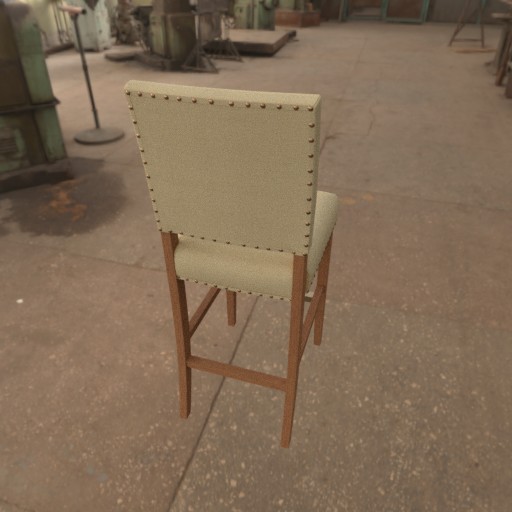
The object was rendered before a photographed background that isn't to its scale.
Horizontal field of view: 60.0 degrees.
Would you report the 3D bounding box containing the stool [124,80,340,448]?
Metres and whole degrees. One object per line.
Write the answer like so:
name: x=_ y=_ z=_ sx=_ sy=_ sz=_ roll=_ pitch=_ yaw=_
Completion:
stool: x=0.000 y=0.000 z=1.452 sx=0.445 sy=1.168 sz=0.584 roll=10 pitch=35 yaw=15
